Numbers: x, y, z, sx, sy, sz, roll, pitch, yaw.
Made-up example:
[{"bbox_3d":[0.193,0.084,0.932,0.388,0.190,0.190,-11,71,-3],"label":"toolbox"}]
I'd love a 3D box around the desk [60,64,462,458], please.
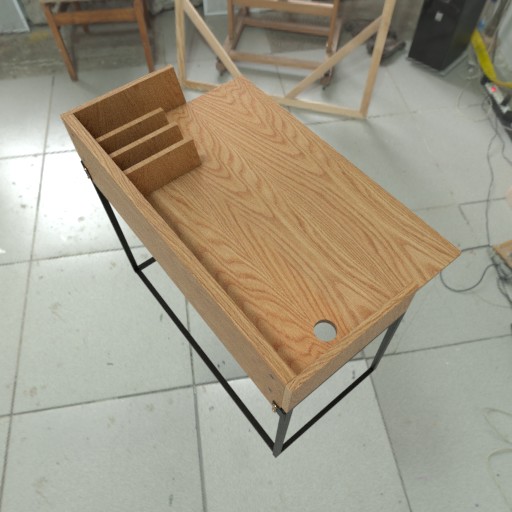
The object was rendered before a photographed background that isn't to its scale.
[{"bbox_3d":[0.000,0.000,1.825,0.769,1.061,1.191,-34,64,-19],"label":"desk"}]
